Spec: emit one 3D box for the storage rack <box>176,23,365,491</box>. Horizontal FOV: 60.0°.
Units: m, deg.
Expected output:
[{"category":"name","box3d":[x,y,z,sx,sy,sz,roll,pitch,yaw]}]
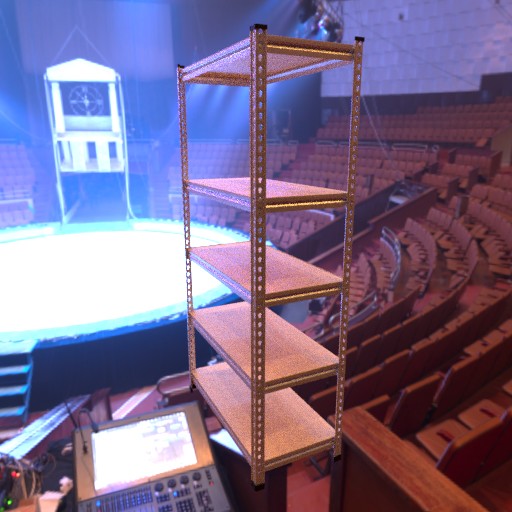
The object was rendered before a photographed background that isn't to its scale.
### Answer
[{"category":"storage rack","box3d":[0.000,0.000,2.166,0.457,1.829,0.914,-7,16,-25]}]
